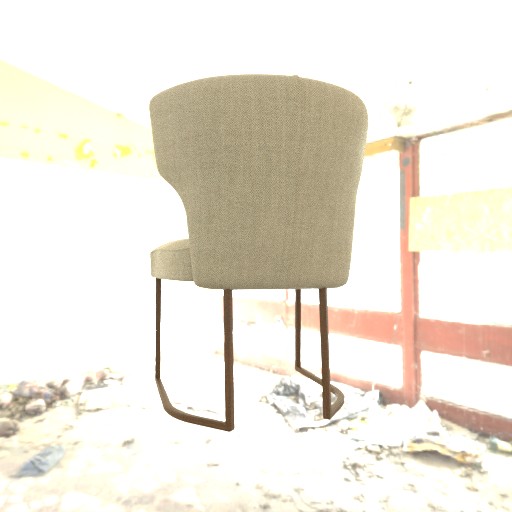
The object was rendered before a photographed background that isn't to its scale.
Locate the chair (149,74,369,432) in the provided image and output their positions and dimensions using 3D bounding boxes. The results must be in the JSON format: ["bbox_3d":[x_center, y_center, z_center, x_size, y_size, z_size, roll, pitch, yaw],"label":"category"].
[{"bbox_3d":[0.000,0.000,1.268,0.611,0.824,0.617,0,-1,-18],"label":"chair"}]
